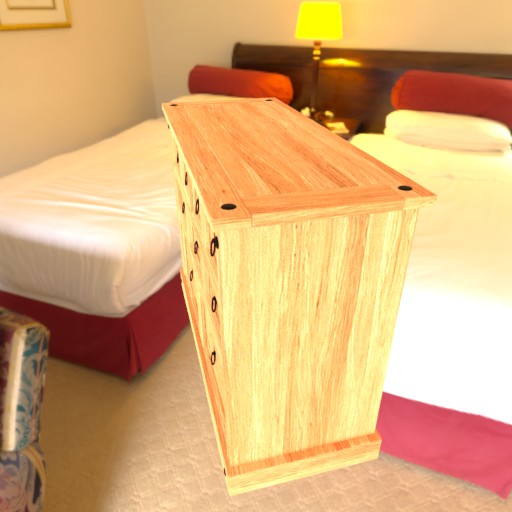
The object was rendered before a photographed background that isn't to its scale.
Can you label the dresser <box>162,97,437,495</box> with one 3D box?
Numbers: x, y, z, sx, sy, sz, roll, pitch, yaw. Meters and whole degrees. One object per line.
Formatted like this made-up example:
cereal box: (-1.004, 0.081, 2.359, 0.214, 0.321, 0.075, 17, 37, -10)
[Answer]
dresser: (0.000, 0.000, 1.345, 0.410, 0.740, 0.990, -8, 30, -13)
